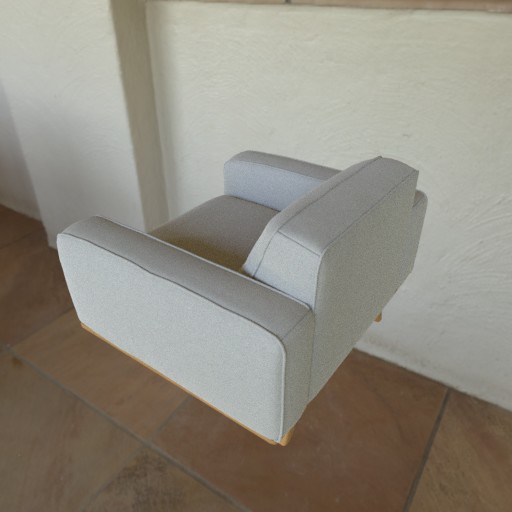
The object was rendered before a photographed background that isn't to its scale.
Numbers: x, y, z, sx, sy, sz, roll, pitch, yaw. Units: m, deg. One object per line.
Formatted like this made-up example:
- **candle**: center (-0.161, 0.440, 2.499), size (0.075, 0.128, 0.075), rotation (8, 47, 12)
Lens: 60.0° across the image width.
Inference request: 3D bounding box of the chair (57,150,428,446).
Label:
- **chair**: center (0.000, 0.000, 1.742), size (0.953, 0.779, 1.115), rotation (21, 38, 30)
